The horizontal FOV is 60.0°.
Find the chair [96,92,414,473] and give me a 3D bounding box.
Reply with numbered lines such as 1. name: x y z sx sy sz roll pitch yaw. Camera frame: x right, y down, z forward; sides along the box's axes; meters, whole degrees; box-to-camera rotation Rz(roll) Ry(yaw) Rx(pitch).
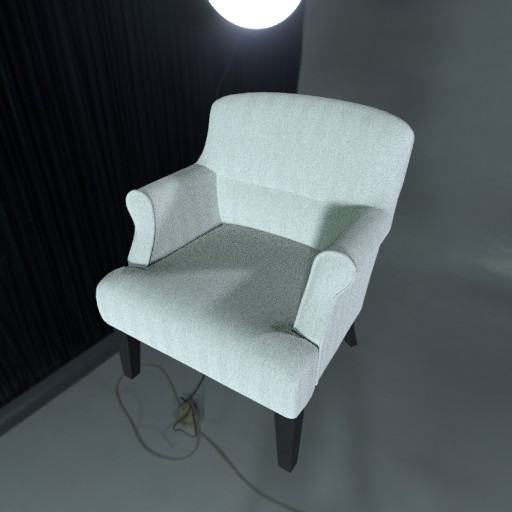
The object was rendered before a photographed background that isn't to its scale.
1. chair: 0.000 0.000 1.434 0.781 0.875 0.750 19 36 28
